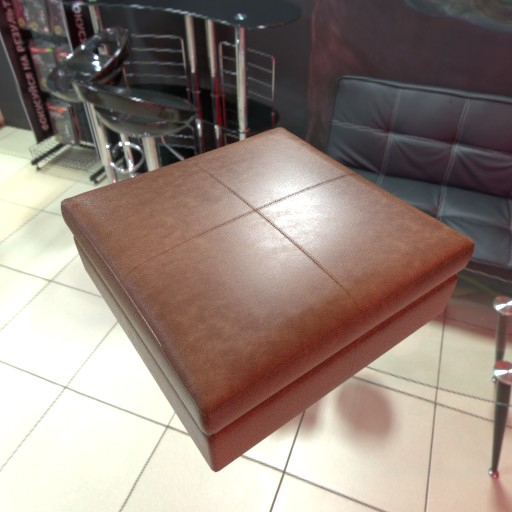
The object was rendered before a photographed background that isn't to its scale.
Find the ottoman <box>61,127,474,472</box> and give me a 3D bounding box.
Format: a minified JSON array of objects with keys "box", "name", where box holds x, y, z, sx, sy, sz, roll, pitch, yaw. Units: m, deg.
[{"box":[0.000,0.000,1.830,1.168,0.483,1.169,-26,48,-26],"name":"ottoman"}]
